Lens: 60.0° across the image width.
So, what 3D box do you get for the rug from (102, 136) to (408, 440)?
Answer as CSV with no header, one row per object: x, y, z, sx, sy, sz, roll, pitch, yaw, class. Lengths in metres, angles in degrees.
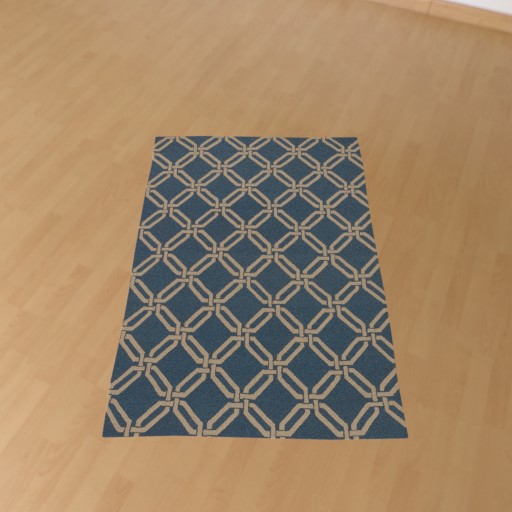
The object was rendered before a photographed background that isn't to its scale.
0.000,0.000,2.748,1.524,0.013,2.135,0,57,0,rug
